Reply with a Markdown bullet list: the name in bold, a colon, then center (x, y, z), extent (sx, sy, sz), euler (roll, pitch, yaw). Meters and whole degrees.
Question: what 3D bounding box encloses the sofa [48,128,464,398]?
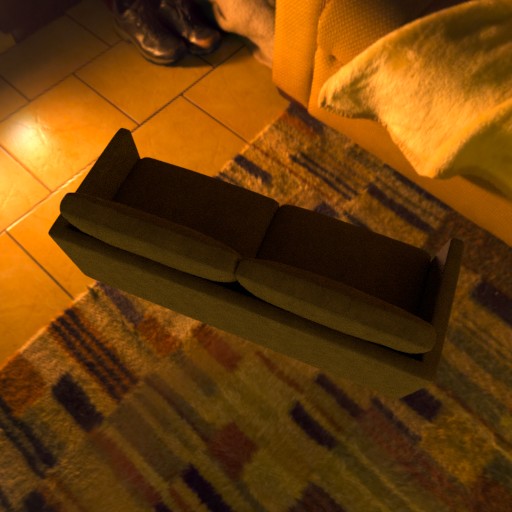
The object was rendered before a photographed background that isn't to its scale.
- **sofa**: center (0.000, 0.000, 2.963), extent (2.434, 0.965, 0.951), euler (20, 66, 9)
